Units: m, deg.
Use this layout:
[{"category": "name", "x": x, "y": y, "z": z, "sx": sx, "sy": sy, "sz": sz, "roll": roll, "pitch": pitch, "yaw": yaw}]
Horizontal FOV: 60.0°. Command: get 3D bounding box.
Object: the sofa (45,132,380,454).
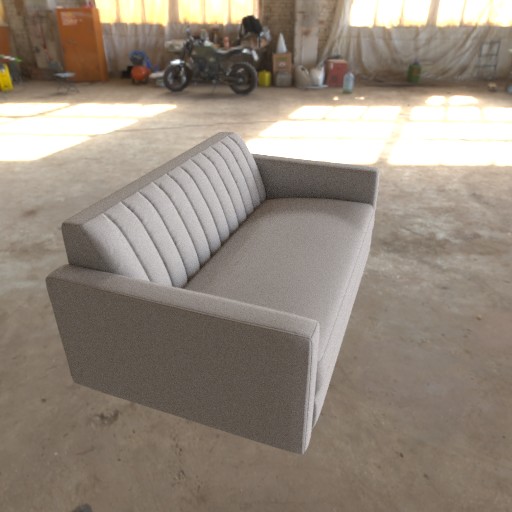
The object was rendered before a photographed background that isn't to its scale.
[{"category": "sofa", "x": 0.000, "y": 0.000, "z": 2.105, "sx": 0.950, "sy": 0.801, "sz": 1.585, "roll": 10, "pitch": 31, "yaw": 18}]
